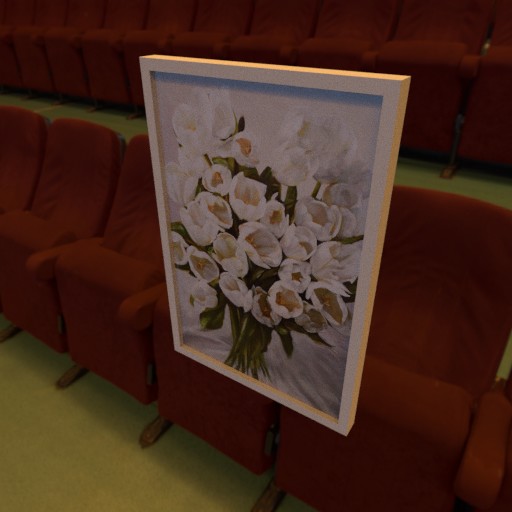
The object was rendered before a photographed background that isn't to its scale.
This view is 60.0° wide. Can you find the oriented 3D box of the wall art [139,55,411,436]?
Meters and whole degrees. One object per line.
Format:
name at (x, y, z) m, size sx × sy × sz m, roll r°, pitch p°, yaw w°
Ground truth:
wall art at (0.000, 0.000, 0.537) m, size 0.293 × 0.428 × 0.025 m, roll 18°, pitch 35°, yaw 28°
